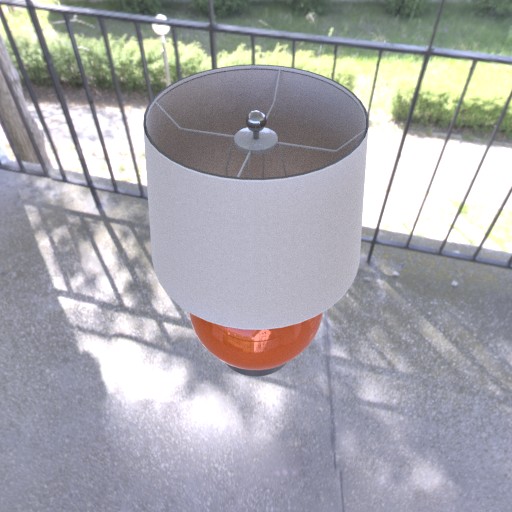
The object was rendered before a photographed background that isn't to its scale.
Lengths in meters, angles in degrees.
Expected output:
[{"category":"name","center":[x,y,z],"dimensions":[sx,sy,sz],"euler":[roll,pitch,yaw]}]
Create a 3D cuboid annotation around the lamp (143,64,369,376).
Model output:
[{"category":"lamp","center":[0.000,0.000,0.548],"dimensions":[0.247,0.387,0.247],"euler":[0,47,0]}]
